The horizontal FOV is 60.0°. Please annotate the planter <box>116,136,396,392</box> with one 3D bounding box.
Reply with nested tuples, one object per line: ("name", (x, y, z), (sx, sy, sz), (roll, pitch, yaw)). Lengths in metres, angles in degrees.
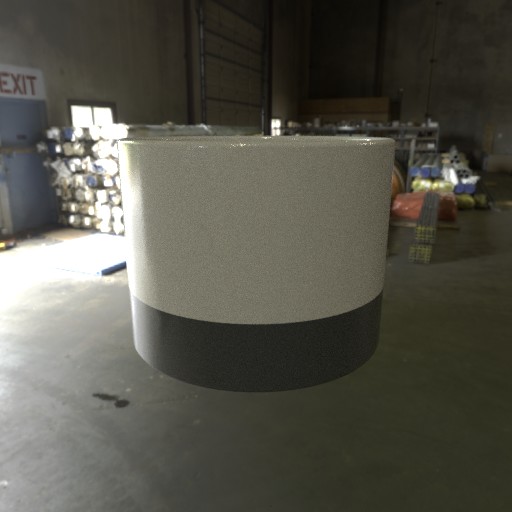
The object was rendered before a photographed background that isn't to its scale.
("planter", (0.000, 0.000, 0.344), (0.193, 0.177, 0.193), (0, 16, 0))
